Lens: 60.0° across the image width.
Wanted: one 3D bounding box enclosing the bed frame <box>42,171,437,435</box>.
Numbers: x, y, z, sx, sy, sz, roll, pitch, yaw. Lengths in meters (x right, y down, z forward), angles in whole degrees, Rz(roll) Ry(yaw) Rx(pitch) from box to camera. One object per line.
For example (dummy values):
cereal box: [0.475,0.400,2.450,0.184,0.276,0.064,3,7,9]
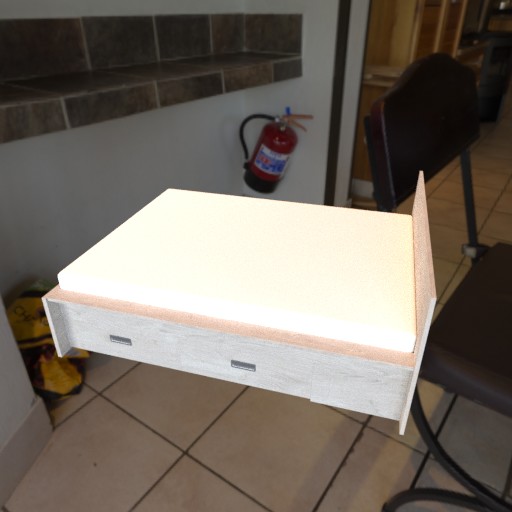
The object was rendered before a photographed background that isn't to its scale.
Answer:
bed frame: [0.000,0.000,2.863,1.960,0.800,1.622,8,30,14]
